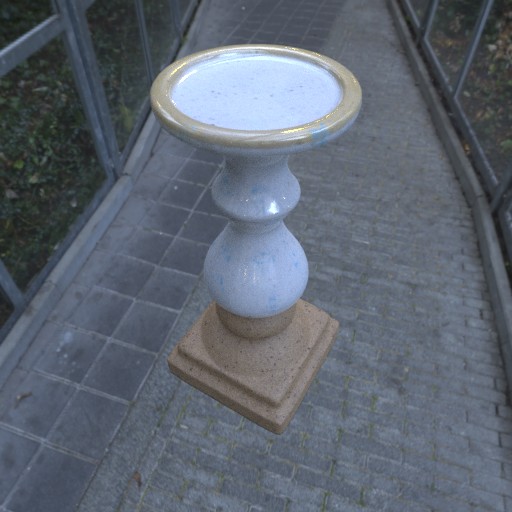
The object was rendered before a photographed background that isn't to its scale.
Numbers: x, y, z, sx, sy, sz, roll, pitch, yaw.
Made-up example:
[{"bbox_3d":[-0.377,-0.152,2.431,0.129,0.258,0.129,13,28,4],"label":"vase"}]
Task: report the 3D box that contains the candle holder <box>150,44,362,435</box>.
[{"bbox_3d":[0.000,0.000,0.298,0.110,0.239,0.110,23,50,21],"label":"candle holder"}]
